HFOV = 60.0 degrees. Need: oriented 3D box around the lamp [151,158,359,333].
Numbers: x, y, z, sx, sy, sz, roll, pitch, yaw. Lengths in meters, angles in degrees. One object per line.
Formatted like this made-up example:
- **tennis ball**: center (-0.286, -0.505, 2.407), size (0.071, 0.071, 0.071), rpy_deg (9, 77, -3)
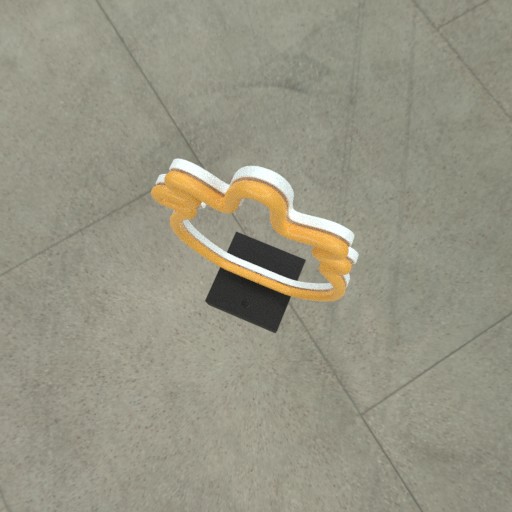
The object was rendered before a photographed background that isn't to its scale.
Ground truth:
- **lamp**: center (0.000, 0.000, 0.386), size (0.167, 0.317, 0.088), rpy_deg (22, 78, 5)
